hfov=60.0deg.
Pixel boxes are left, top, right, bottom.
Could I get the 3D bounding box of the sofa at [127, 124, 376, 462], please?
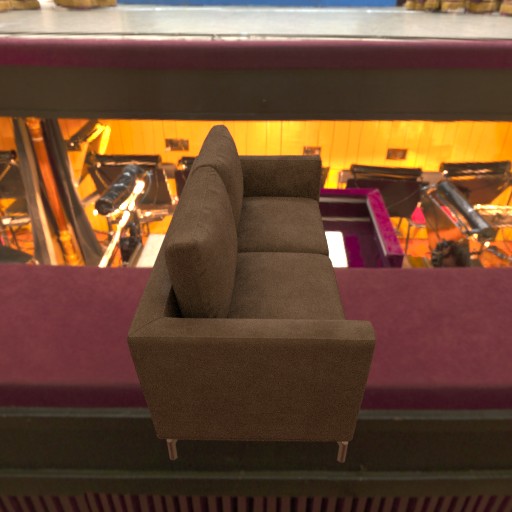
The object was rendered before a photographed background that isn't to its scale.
[{"bbox_3d":[0.000,0.000,2.371,0.855,1.013,1.832,0,32,1],"label":"sofa"}]
